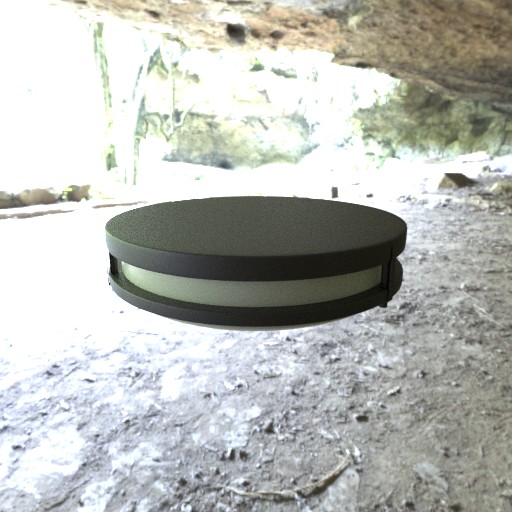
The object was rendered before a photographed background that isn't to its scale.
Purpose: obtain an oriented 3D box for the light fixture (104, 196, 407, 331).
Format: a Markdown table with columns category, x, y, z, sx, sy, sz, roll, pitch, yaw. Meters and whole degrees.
| category | x | y | z | sx | sy | sz | roll | pitch | yaw |
| --- | --- | --- | --- | --- | --- | --- | --- | --- | --- |
| light fixture | 0.000 | 0.000 | 0.560 | 0.356 | 0.102 | 0.356 | 0 | 16 | 0 |
